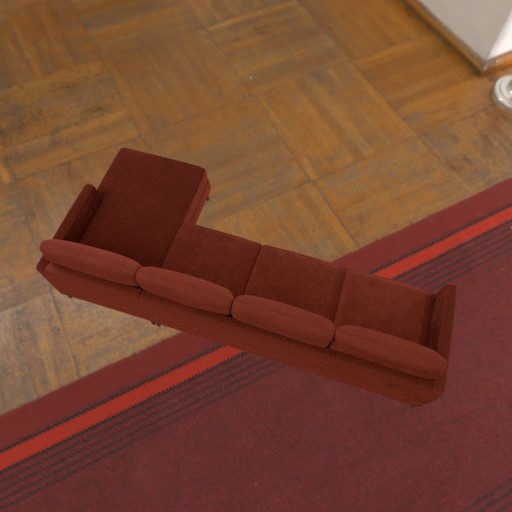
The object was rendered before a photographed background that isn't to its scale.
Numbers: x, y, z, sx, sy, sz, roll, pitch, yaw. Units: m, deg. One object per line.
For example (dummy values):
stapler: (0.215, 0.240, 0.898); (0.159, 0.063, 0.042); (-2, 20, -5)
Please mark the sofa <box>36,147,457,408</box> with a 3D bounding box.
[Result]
sofa: (0.000, 0.000, 3.406); (2.932, 0.810, 1.350); (16, 64, 8)
